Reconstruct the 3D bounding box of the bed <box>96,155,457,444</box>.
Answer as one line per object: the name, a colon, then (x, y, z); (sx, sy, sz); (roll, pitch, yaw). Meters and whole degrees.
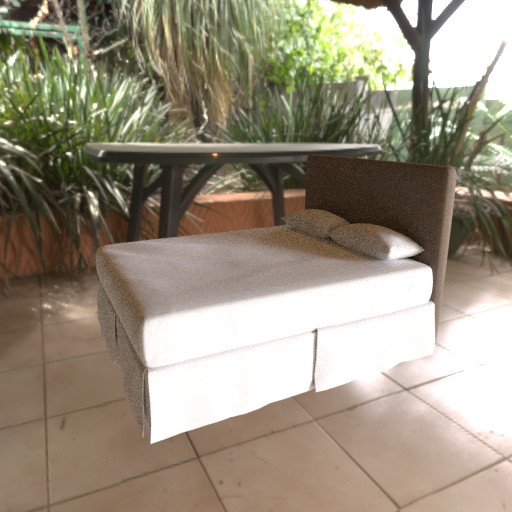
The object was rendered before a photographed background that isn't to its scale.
bed: (0.000, 0.000, 3.240); (2.142, 1.330, 1.723); (-8, 18, -26)
